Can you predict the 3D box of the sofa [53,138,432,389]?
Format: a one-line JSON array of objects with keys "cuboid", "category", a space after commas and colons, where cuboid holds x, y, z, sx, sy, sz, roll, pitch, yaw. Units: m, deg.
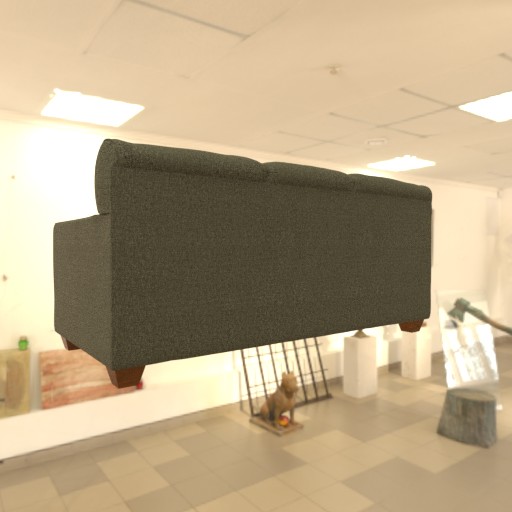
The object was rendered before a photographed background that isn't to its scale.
[{"cuboid": [0.000, 0.000, 2.556, 2.024, 0.958, 0.997, -1, 1, -36], "category": "sofa"}]
